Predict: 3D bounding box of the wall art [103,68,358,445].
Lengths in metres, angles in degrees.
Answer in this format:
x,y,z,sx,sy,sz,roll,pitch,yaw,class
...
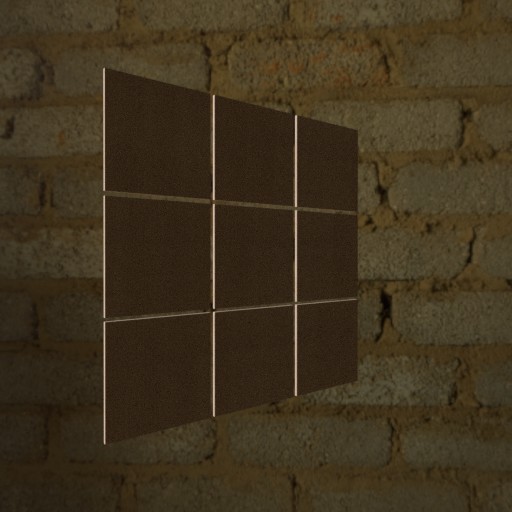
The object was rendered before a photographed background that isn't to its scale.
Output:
x,y,z,sx,sy,sz,roll,pitch,yaw,class
0.000,0.000,1.796,1.219,1.218,0.013,0,0,-36,wall art
